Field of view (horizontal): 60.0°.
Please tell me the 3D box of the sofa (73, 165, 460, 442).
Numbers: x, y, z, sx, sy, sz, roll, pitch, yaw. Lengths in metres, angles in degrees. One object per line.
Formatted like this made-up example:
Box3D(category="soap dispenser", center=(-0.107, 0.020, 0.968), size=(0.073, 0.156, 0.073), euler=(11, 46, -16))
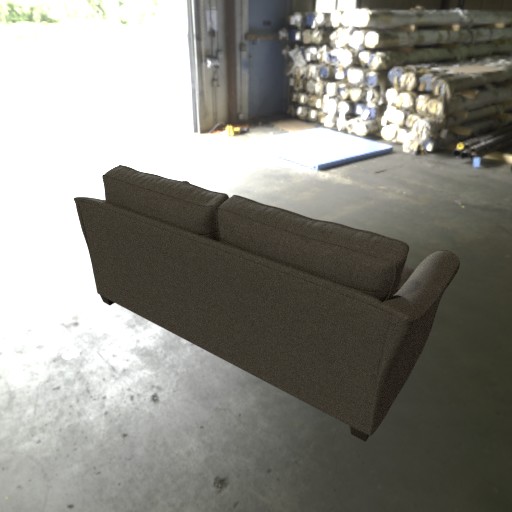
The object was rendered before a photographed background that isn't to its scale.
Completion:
Box3D(category="sofa", center=(0.000, 0.000, 2.769), size=(2.203, 0.976, 1.013), euler=(19, 34, 31))
